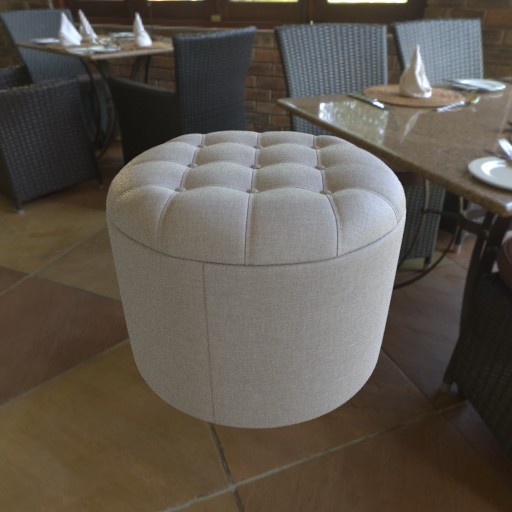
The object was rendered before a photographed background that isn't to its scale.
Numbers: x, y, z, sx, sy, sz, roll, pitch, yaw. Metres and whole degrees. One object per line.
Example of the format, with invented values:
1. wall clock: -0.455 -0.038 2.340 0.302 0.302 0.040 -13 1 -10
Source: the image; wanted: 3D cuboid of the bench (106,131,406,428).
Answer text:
1. bench: 0.000 0.000 0.995 0.600 0.453 0.600 0 31 0
